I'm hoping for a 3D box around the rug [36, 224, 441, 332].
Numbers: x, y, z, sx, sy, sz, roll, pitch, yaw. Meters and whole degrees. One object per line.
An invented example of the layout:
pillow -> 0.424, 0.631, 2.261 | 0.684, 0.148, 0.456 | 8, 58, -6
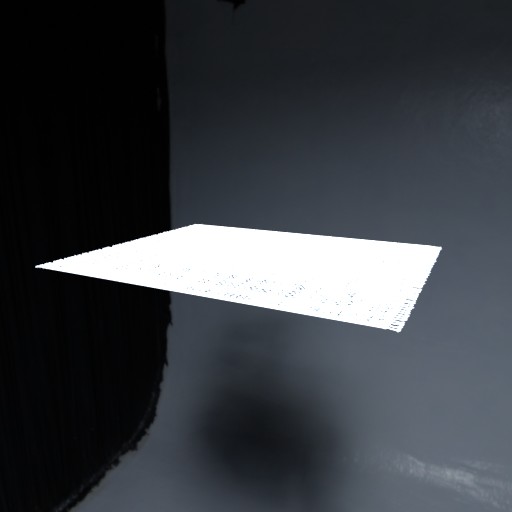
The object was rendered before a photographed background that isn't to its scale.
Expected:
rug -> 0.000, 0.000, 4.003 | 2.940, 0.013, 2.312 | 7, 15, 26
